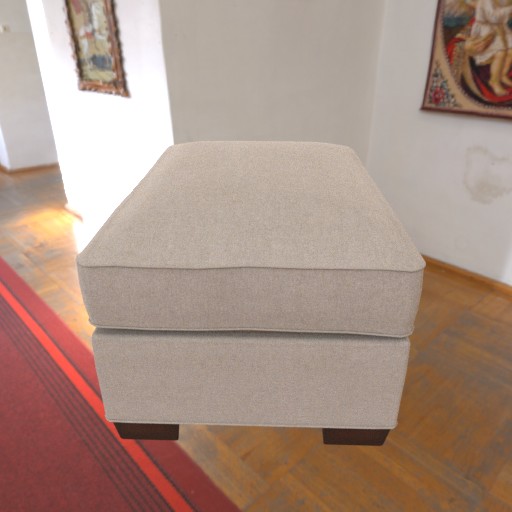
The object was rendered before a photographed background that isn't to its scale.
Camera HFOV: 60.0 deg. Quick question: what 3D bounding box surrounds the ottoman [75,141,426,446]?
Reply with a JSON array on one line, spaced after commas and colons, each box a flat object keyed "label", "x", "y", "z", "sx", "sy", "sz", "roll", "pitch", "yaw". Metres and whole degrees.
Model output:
[{"label": "ottoman", "x": 0.000, "y": 0.000, "z": 1.206, "sx": 0.617, "sy": 0.503, "sz": 0.846, "roll": 1, "pitch": 28, "yaw": 2}]
